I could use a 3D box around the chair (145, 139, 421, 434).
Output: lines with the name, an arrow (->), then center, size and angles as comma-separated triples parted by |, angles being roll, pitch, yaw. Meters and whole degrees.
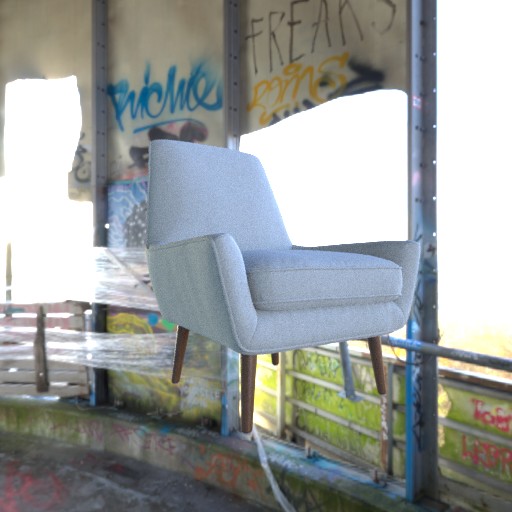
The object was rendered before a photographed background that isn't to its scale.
chair -> 0.000, 0.000, 1.529 | 0.787, 0.888, 0.822 | 0, 0, -36
